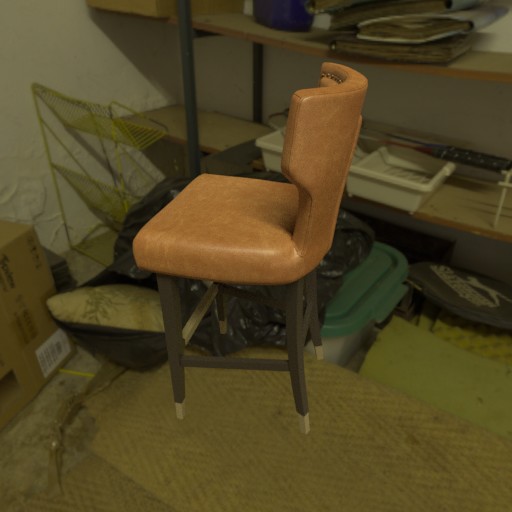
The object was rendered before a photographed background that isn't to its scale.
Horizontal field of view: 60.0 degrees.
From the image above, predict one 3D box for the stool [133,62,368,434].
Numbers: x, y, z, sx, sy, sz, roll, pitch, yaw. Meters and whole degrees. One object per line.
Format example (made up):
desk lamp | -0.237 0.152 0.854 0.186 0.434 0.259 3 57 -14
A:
stool | 0.000 0.000 1.406 0.563 1.092 0.526 8 31 13
